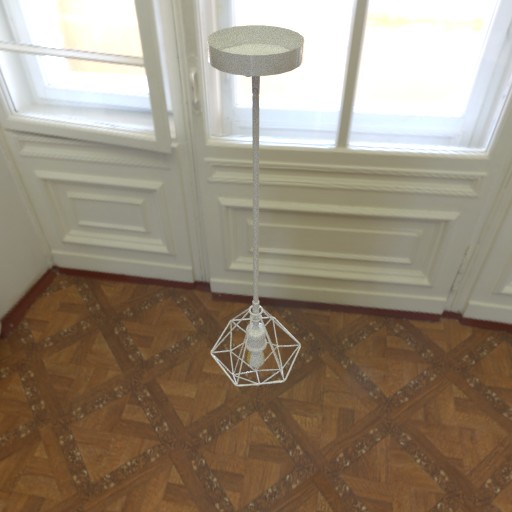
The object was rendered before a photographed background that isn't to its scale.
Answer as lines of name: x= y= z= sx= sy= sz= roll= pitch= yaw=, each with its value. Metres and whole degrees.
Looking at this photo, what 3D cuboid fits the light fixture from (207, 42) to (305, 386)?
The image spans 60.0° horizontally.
light fixture: x=0.000 y=0.000 z=1.928 sx=0.431 sy=1.764 sz=0.487 roll=-26 pitch=48 yaw=-26
